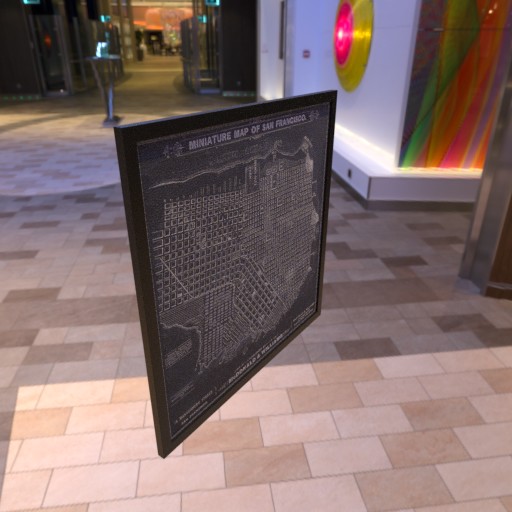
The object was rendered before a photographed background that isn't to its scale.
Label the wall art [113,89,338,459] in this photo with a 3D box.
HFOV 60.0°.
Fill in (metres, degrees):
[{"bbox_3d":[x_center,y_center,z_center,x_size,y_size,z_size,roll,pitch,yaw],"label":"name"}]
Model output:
[{"bbox_3d":[0.000,0.000,1.230,0.022,0.807,0.807,18,31,32],"label":"wall art"}]
